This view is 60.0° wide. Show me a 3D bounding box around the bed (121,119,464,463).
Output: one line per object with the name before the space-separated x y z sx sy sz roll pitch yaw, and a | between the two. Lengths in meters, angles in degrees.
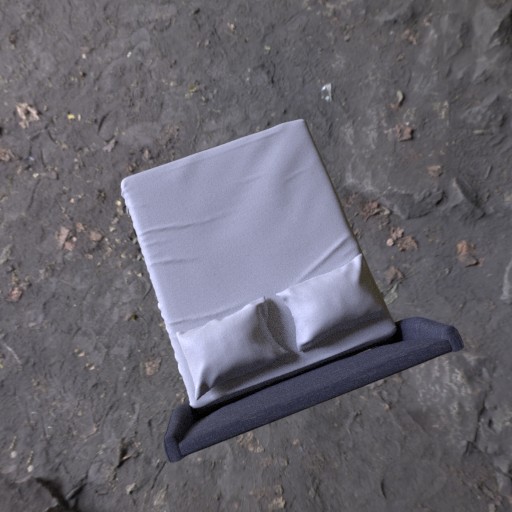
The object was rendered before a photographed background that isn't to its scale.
bed | 0.000 0.000 3.496 1.925 1.332 2.276 -20 77 -5
